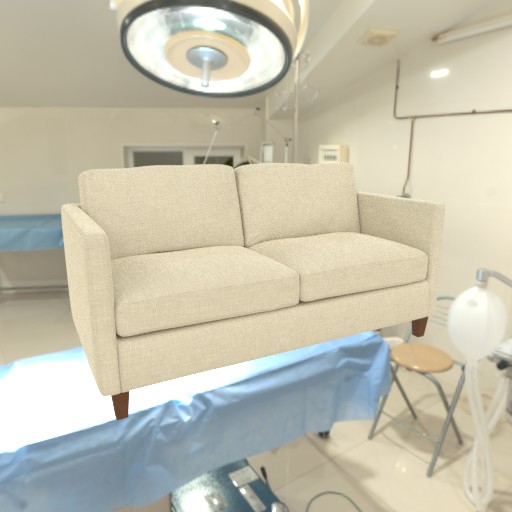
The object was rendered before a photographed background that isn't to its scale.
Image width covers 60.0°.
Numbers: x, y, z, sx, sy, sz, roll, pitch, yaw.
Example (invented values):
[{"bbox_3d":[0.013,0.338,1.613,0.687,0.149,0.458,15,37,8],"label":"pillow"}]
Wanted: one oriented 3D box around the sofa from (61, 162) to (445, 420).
[{"bbox_3d":[0.000,0.000,2.401,1.838,0.963,0.950,-7,16,-27],"label":"sofa"}]
